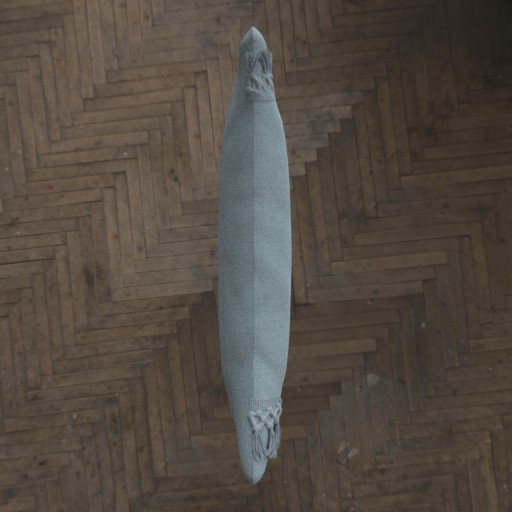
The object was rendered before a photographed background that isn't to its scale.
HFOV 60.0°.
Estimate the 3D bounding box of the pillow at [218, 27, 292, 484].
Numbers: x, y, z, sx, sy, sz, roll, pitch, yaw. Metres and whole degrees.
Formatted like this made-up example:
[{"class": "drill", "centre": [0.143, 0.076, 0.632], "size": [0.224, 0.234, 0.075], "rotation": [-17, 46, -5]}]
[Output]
[{"class": "pillow", "centre": [0.000, 0.000, 0.593], "size": [0.084, 0.305, 0.466], "rotation": [0, 89, 1]}]
